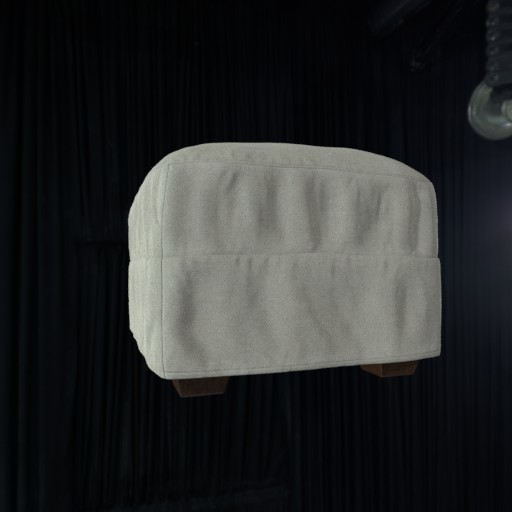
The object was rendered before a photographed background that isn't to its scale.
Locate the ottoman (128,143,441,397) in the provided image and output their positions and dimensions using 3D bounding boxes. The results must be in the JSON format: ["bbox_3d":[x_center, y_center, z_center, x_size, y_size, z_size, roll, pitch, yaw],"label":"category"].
[{"bbox_3d":[0.000,0.000,1.089,0.584,0.480,0.712,0,-1,-19],"label":"ottoman"}]
